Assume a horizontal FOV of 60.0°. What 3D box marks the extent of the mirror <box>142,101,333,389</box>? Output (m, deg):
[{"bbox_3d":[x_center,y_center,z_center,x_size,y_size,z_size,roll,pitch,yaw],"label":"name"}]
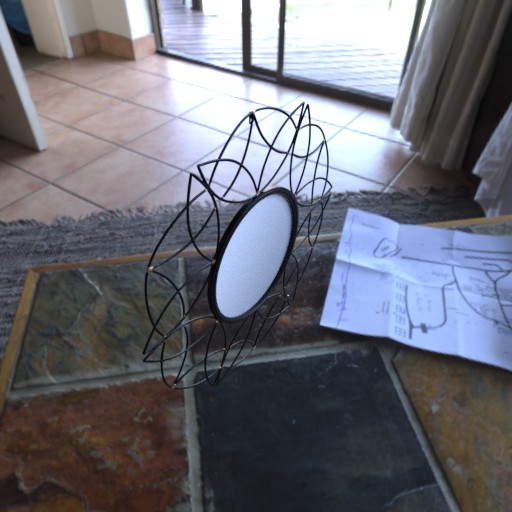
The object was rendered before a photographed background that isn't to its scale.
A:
[{"bbox_3d":[0.000,0.000,1.151,0.028,0.775,0.797,25,47,27],"label":"mirror"}]
